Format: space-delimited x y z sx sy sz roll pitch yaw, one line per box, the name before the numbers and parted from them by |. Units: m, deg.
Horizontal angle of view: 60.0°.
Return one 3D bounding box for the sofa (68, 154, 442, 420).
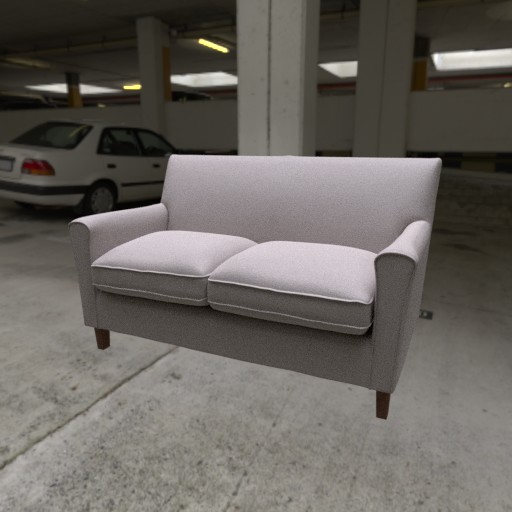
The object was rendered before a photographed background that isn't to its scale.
sofa | 0.000 0.000 2.060 1.482 0.890 0.888 7 16 24
